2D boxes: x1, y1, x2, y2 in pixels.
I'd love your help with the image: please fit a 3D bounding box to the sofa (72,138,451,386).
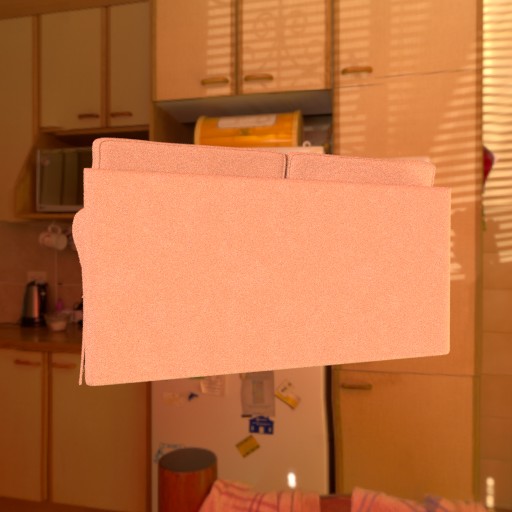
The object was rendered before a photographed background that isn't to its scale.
[{"bbox_3d":[0.000,0.000,2.312,1.727,0.940,0.991,0,1,-18],"label":"sofa"}]
